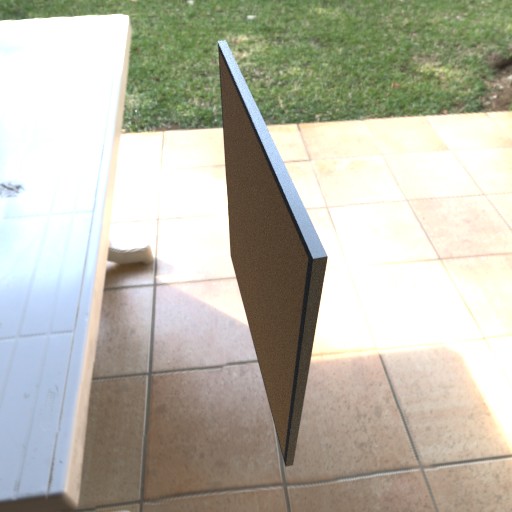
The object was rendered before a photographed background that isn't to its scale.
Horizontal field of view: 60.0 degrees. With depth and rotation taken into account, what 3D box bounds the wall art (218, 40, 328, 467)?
[{"bbox_3d":[0.000,0.000,1.170,0.022,0.803,0.805,-9,47,-9],"label":"wall art"}]
